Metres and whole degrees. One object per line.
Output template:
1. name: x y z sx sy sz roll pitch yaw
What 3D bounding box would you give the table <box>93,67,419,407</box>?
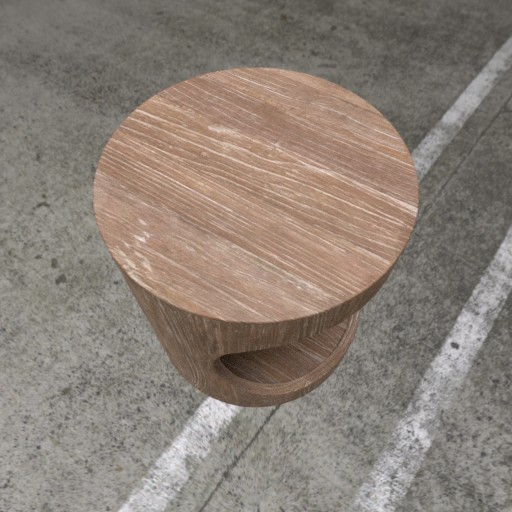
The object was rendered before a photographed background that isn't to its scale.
1. table: 0.000 0.000 0.965 0.527 0.551 0.527 0 60 0
